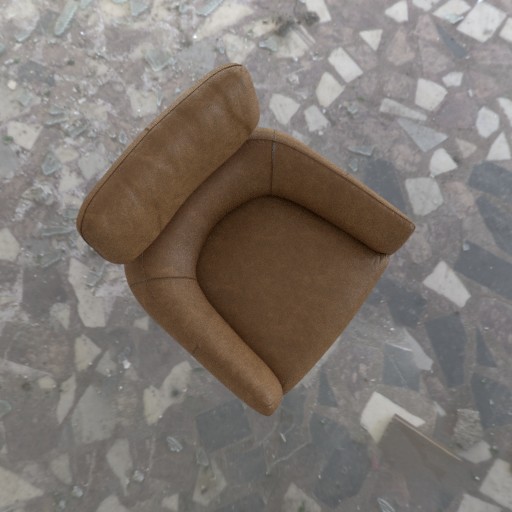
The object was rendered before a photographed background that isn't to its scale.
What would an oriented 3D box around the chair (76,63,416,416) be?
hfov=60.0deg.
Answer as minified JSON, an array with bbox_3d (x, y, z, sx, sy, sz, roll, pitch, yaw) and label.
[{"bbox_3d":[0.000,0.000,1.386,0.715,0.812,0.706,39,79,9],"label":"chair"}]
